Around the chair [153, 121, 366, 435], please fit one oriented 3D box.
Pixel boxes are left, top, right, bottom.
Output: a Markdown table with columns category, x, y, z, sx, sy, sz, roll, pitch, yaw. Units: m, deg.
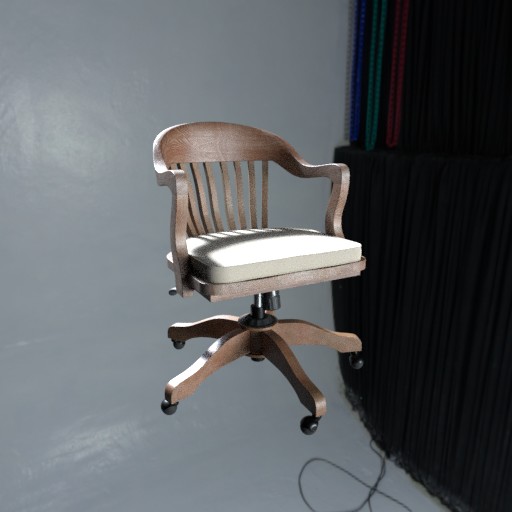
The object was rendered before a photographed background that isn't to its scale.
| category | x | y | z | sx | sy | sz | roll | pitch | yaw |
| --- | --- | --- | --- | --- | --- | --- | --- | --- | --- |
| chair | 0.000 | 0.000 | 1.488 | 0.750 | 0.878 | 0.788 | -8 | 17 | -27 |
